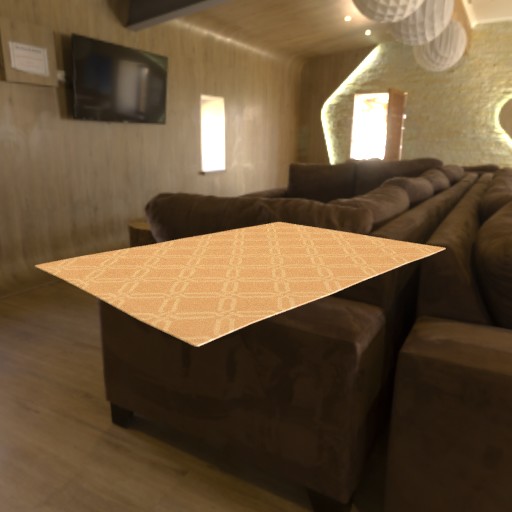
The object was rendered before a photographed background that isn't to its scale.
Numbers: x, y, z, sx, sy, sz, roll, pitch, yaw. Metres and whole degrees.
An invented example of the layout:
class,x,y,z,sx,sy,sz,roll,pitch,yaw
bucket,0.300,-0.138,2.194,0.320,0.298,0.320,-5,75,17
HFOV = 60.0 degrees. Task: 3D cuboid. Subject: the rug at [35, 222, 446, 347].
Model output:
class,x,y,z,sx,sy,sz,roll,pitch,yaw
rug,0.000,0.000,2.773,1.524,0.013,2.135,13,19,43
